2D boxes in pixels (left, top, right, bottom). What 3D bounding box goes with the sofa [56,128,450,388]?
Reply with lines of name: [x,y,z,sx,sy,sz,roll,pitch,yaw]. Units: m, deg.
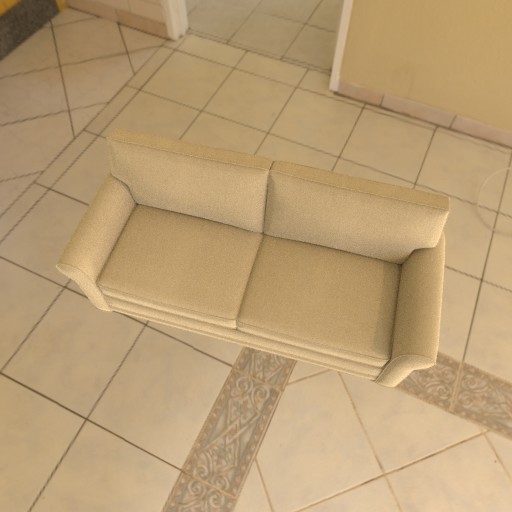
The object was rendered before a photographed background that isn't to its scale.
sofa: [0.000,0.000,2.691,2.146,0.962,0.901,13,61,8]
